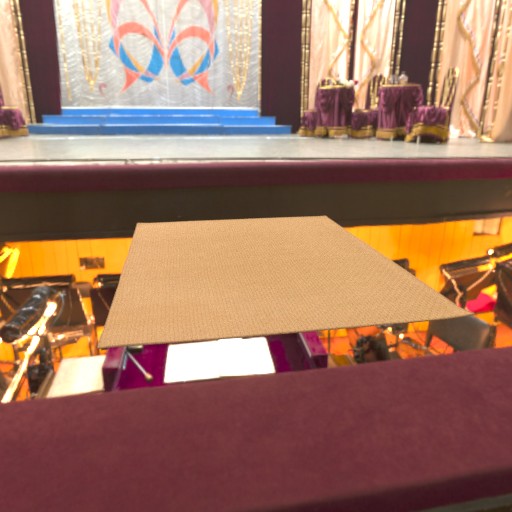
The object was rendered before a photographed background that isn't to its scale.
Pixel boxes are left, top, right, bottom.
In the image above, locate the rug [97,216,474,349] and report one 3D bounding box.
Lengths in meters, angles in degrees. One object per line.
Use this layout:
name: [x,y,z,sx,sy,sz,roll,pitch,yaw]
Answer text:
rug: [0.000,0.000,3.947,2.277,0.035,2.897,-3,18,-10]
